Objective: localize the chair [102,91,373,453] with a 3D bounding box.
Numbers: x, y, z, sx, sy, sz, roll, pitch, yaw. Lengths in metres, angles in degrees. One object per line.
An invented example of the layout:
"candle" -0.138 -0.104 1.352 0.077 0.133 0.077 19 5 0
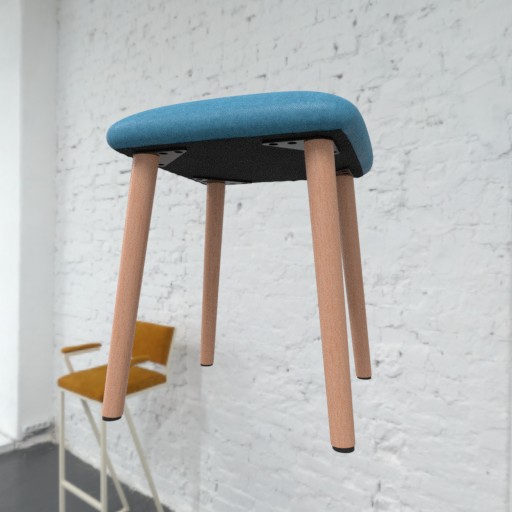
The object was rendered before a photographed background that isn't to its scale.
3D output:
"chair" 0.000 0.000 0.717 0.360 0.450 0.360 0 0 18
